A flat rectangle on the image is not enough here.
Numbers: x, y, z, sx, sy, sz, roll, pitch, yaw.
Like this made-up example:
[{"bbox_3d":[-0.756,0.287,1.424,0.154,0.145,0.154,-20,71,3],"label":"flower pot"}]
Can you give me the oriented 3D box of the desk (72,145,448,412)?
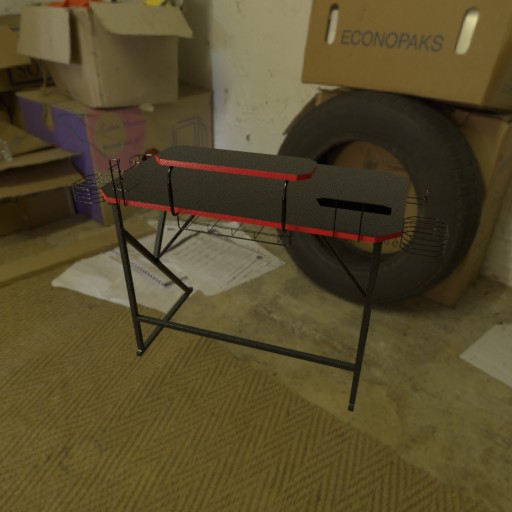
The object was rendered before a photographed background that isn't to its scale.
[{"bbox_3d":[0.000,0.000,1.734,1.280,0.913,0.588,10,32,16],"label":"desk"}]
